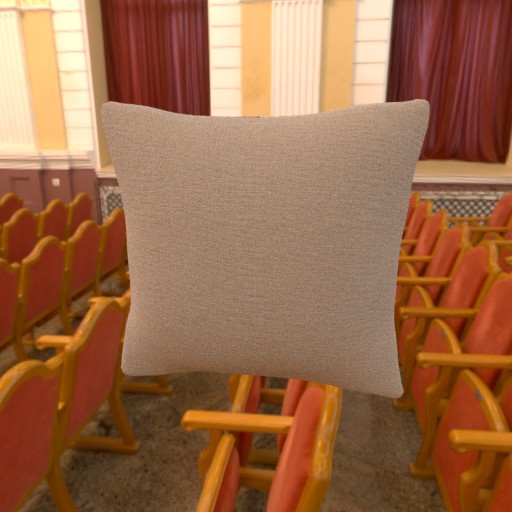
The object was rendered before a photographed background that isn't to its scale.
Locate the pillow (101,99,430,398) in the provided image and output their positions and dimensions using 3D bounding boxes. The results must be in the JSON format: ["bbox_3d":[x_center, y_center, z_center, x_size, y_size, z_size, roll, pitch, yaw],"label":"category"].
[{"bbox_3d":[0.000,0.000,0.629,0.437,0.419,0.136,2,16,9],"label":"pillow"}]
